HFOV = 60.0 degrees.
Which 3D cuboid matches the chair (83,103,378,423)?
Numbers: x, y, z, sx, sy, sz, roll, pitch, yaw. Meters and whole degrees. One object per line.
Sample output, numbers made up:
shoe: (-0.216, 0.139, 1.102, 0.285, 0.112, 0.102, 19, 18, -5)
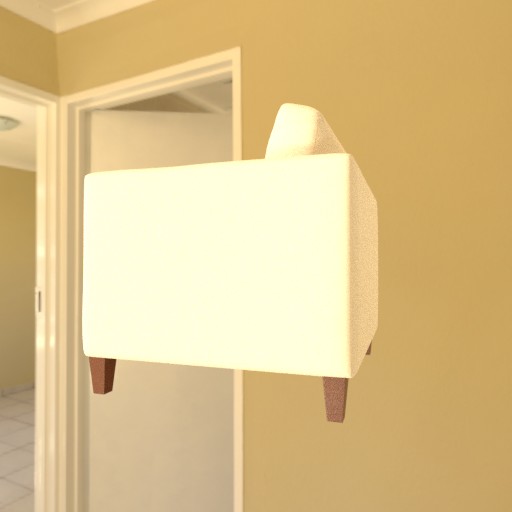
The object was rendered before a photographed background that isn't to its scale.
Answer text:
chair: (0.000, 0.000, 1.734, 0.878, 0.885, 1.019, 0, -1, 19)
